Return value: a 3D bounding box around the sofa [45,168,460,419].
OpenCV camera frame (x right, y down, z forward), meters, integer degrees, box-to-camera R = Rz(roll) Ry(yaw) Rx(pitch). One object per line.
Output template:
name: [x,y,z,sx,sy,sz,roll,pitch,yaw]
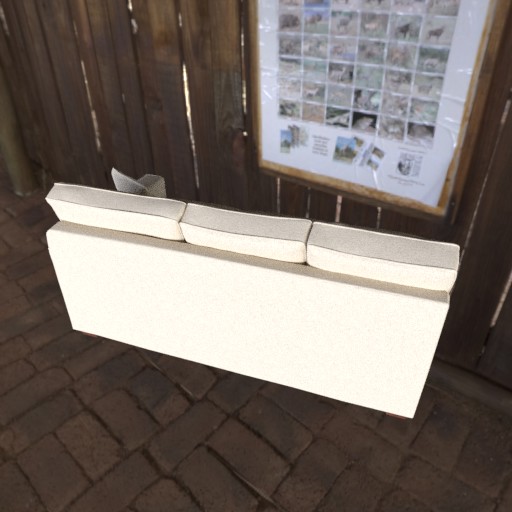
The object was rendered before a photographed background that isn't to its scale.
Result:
sofa: [0.000,0.000,2.529,1.963,0.946,1.034,11,35,15]
